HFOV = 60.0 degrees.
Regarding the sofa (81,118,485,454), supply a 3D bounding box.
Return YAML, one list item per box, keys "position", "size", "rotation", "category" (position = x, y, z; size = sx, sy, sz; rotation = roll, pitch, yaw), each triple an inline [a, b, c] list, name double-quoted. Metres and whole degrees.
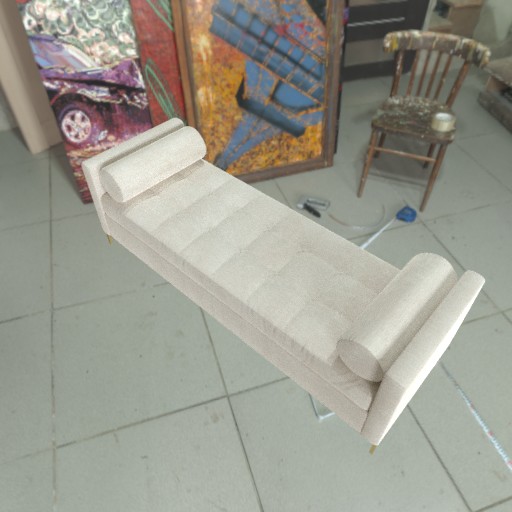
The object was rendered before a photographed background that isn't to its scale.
- position: [0.000, 0.000, 2.341]
  size: [1.981, 0.635, 0.686]
  rotation: [33, 55, 28]
  category: "sofa"
